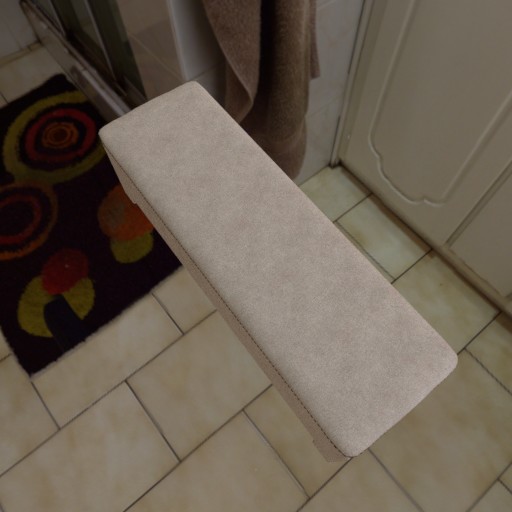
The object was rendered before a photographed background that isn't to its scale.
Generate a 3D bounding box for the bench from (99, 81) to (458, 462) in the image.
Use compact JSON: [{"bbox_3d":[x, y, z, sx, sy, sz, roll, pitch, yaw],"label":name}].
[{"bbox_3d":[0.000,0.000,1.711,0.470,0.447,1.482,-34,69,-15],"label":"bench"}]
